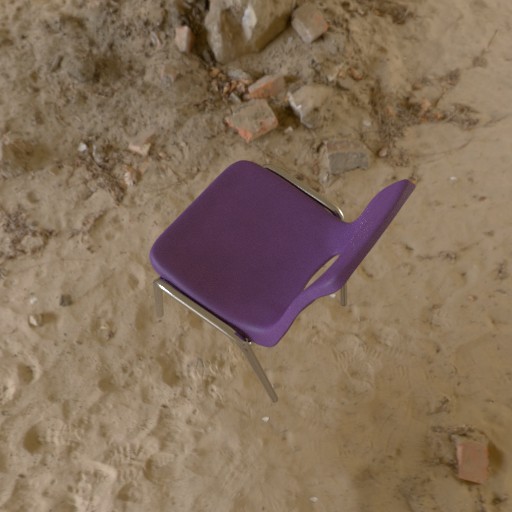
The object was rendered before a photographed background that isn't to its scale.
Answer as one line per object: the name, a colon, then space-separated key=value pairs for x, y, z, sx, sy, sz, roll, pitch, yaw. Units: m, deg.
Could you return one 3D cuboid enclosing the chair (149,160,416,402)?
chair: x=0.000 y=0.000 z=0.960 sx=0.432 sy=0.704 sz=0.381 roll=35 pitch=69 yaw=15
